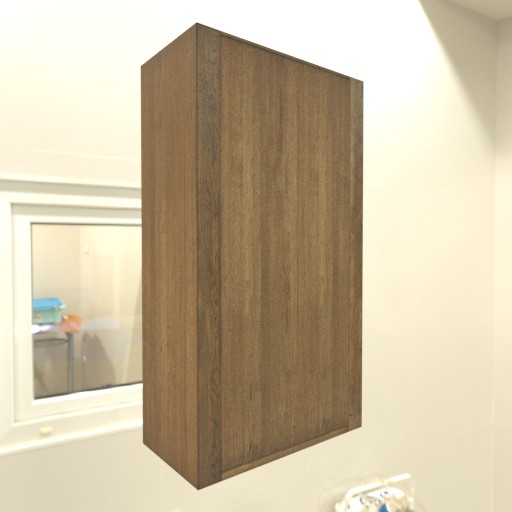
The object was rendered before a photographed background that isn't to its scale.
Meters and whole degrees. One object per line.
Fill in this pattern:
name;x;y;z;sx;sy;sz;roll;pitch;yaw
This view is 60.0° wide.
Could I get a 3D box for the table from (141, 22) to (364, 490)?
table;0.000;0.000;2.464;1.100;2.000;0.600;-1;2;-38
